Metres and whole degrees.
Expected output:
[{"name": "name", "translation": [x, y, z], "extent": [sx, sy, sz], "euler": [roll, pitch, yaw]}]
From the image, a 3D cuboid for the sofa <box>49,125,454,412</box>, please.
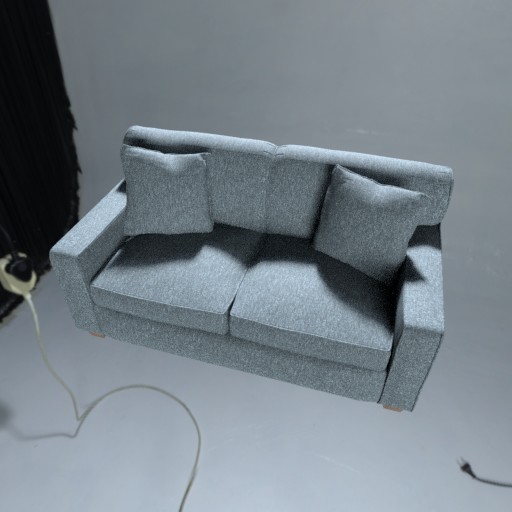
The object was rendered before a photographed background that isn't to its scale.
[{"name": "sofa", "translation": [0.000, 0.000, 2.385], "extent": [1.846, 0.958, 0.998], "euler": [11, 41, 13]}]
